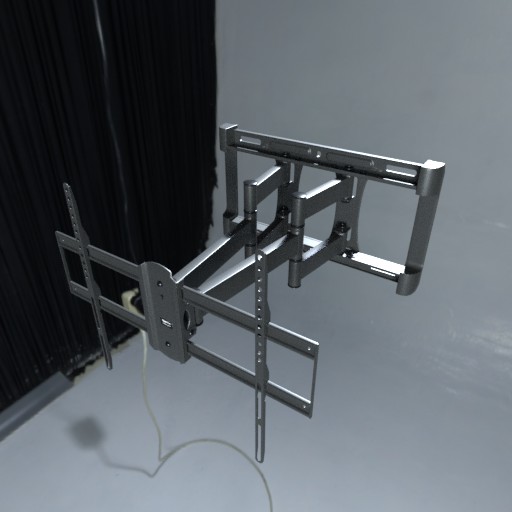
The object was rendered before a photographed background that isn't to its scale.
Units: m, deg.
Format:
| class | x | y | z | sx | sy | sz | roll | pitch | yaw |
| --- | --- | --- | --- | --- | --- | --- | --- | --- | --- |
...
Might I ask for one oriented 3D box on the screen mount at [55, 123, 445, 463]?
| class | x | y | z | sx | sy | sz | roll | pitch | yaw |
| --- | --- | --- | --- | --- | --- | --- | --- | --- | --- |
| screen mount | 0.000 | 0.000 | 1.089 | 0.661 | 0.491 | 0.644 | 19 | 36 | 29 |
